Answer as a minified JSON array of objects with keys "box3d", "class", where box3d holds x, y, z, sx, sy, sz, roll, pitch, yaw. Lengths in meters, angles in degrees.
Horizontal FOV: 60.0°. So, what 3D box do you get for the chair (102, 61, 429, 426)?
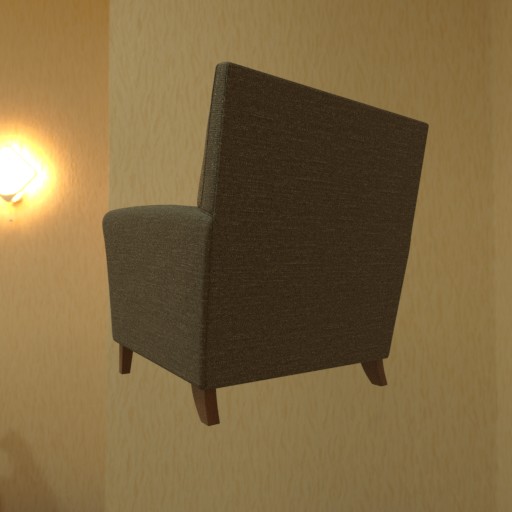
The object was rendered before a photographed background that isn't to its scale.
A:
[{"box3d":[0.000,0.000,1.566,0.838,0.885,0.875,1,-2,-35],"class":"chair"}]
